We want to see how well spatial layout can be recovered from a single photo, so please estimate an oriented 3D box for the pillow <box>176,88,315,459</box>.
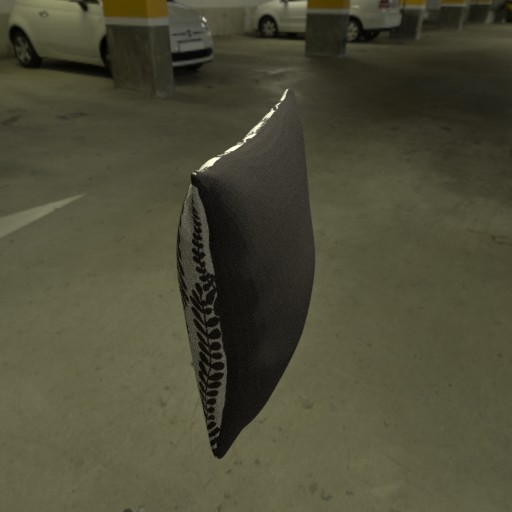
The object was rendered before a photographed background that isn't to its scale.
[{"bbox_3d":[0.000,0.000,0.705,0.182,0.441,0.440,8,31,14],"label":"pillow"}]
